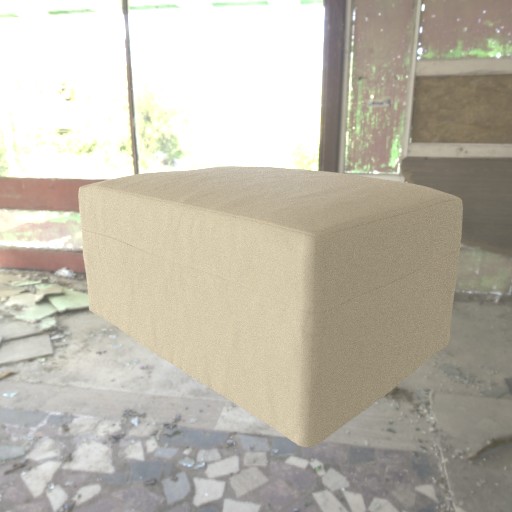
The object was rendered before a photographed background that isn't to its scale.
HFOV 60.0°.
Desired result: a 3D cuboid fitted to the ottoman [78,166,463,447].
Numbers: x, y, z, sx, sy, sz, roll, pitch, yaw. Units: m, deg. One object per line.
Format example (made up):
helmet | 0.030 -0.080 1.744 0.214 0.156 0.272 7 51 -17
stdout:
ottoman | 0.000 0.000 1.181 0.590 0.444 0.872 -15 22 -42
